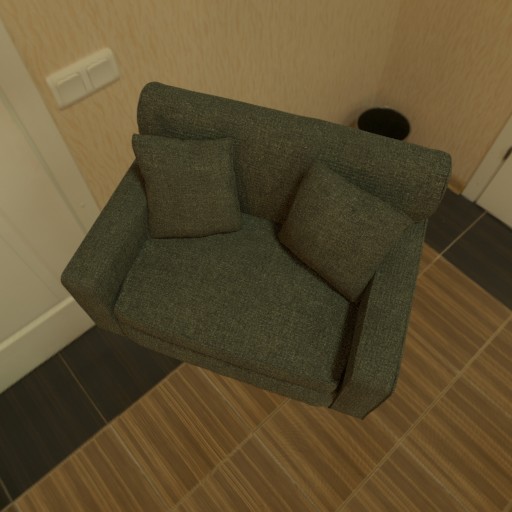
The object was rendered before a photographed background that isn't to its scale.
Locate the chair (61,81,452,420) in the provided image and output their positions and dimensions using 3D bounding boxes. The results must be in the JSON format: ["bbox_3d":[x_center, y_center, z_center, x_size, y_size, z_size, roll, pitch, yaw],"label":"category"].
[{"bbox_3d":[0.000,0.000,2.037,1.383,0.948,1.000,17,61,9],"label":"chair"}]
